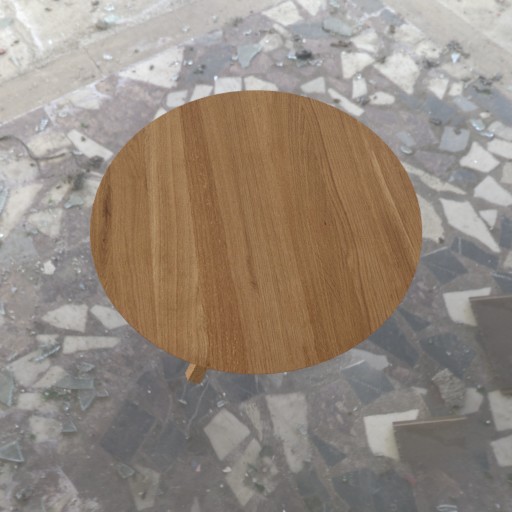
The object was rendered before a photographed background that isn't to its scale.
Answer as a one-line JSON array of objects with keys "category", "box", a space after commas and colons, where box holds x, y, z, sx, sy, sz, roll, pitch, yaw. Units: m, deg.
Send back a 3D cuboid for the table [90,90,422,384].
[{"category": "table", "box": [0.000, 0.000, 1.698, 1.038, 0.666, 1.038, 0, 63, 0]}]
